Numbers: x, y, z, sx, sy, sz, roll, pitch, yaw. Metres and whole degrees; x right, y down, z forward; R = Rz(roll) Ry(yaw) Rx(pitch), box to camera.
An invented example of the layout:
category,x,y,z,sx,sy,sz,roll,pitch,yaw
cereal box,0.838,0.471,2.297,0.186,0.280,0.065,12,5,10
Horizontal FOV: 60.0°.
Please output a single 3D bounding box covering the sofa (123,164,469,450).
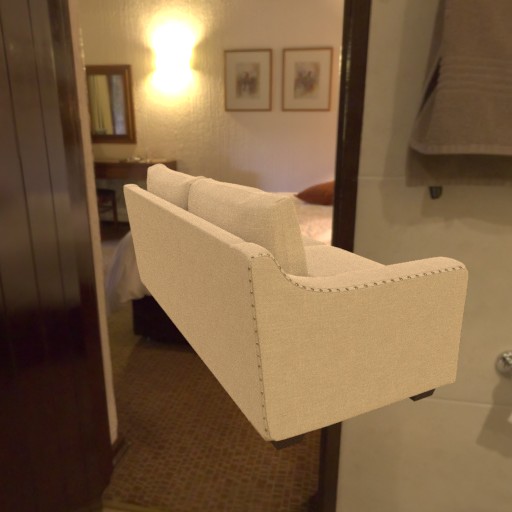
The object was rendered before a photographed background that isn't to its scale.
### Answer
category,x,y,z,sx,sy,sz,roll,pitch,yaw
sofa,0.000,0.000,2.629,1.104,0.983,2.107,-8,18,-26
